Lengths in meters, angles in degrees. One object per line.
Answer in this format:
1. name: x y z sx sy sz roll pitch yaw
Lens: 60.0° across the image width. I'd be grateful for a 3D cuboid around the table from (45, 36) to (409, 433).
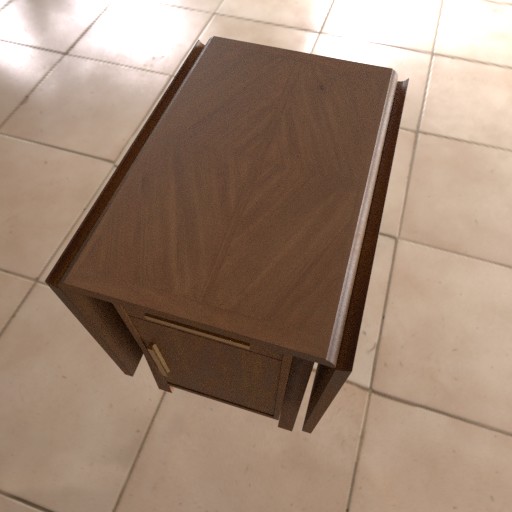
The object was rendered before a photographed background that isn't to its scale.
1. table: 0.000 0.000 1.586 0.701 0.981 0.967 15 59 9
